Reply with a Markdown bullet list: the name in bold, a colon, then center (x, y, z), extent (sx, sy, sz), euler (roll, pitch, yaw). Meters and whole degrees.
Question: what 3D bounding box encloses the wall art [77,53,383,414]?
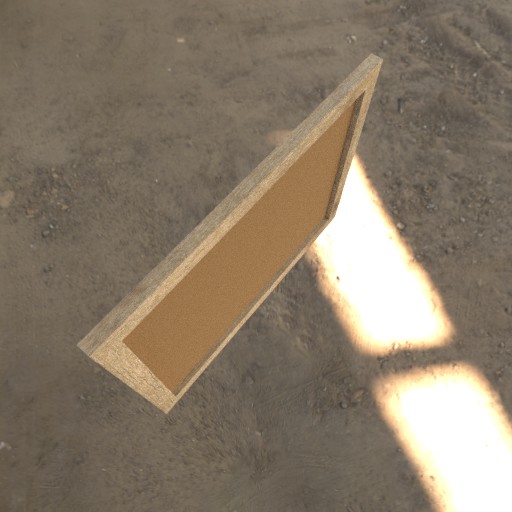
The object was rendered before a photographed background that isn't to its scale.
- **wall art**: center (0.000, 0.000, 0.915), extent (0.026, 0.535, 0.690), euler (36, 69, 17)
